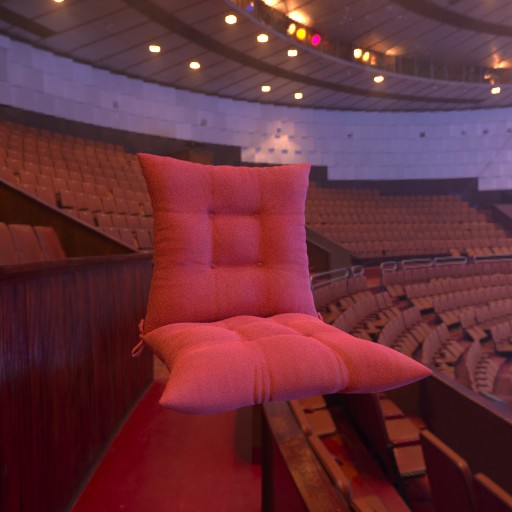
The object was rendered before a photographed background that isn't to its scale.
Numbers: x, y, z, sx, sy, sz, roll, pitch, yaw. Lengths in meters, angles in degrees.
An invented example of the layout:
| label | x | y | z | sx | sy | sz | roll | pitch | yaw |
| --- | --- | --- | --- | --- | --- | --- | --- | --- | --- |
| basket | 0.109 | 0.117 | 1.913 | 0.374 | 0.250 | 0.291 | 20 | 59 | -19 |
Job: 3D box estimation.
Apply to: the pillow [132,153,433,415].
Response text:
| label | x | y | z | sx | sy | sz | roll | pitch | yaw |
| --- | --- | --- | --- | --- | --- | --- | --- | --- | --- |
| pillow | 0.000 | 0.000 | 1.017 | 0.541 | 0.536 | 0.585 | -1 | 2 | -18 |
